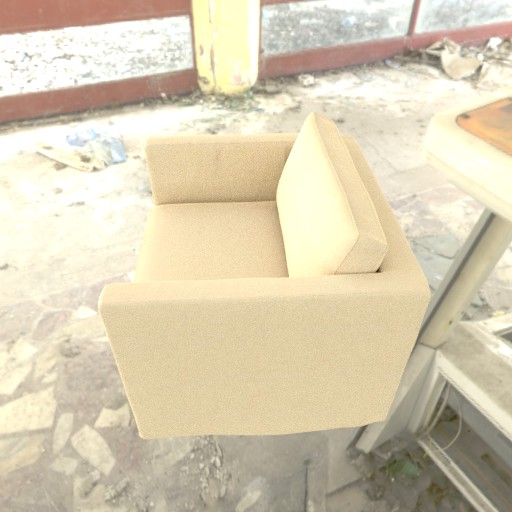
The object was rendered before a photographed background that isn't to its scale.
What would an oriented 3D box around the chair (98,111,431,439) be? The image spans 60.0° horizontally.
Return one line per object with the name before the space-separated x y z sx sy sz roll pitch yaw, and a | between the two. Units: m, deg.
chair | 0.000 0.000 1.762 0.947 0.851 1.057 -2 40 -3
